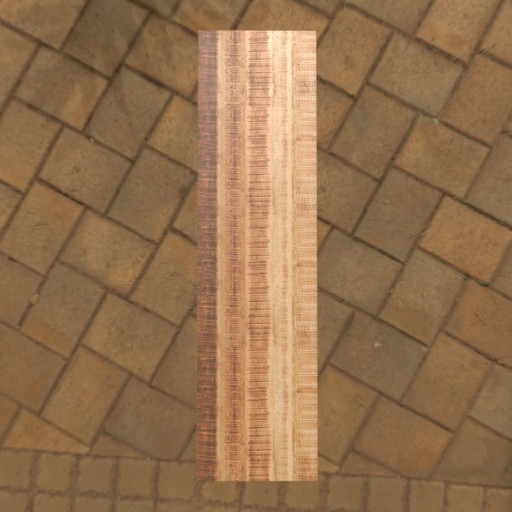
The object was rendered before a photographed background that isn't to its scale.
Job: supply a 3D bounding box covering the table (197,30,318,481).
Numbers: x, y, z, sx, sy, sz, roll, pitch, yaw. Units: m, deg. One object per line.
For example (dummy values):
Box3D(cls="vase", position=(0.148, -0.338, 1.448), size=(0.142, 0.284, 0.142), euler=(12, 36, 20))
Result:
Box3D(cls="table", position=(0.000, 0.000, 1.903), size=(0.405, 0.810, 1.524), euler=(0, 89, -1))
